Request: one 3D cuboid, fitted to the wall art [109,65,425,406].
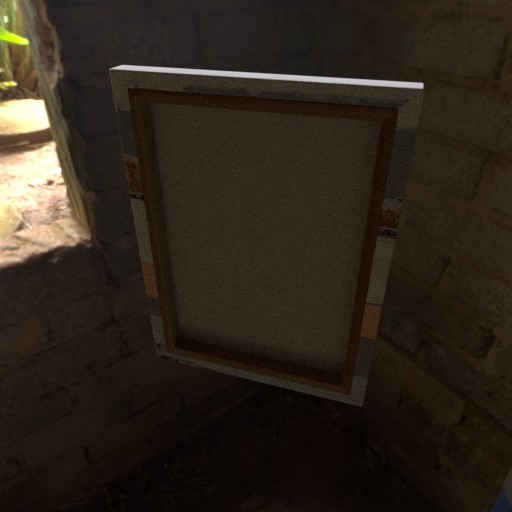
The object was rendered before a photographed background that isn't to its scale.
[{"bbox_3d":[0.000,0.000,0.793,0.456,0.609,0.038,10,34,14],"label":"wall art"}]
